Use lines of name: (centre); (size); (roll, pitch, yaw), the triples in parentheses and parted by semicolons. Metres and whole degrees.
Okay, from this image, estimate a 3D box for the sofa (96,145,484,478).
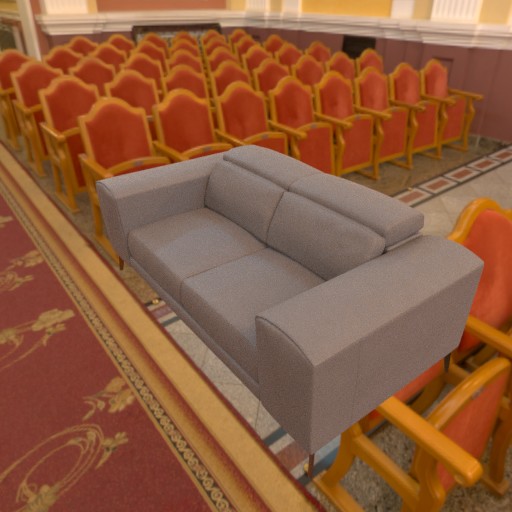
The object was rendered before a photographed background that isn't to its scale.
sofa: (0.000, 0.000, 2.342); (1.003, 0.779, 1.895); (-21, 37, -31)
